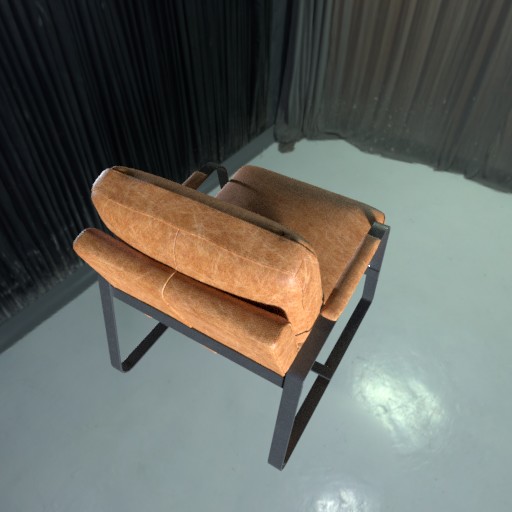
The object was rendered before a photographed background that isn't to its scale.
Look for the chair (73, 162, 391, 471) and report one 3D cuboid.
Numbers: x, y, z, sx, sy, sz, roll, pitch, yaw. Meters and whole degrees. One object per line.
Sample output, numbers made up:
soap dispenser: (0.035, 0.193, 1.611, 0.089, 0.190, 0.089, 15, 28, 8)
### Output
chair: (0.000, 0.000, 1.359, 0.651, 0.777, 0.801, 23, 50, 21)
